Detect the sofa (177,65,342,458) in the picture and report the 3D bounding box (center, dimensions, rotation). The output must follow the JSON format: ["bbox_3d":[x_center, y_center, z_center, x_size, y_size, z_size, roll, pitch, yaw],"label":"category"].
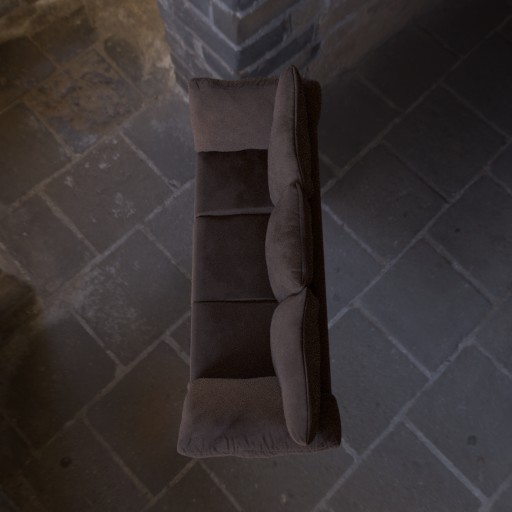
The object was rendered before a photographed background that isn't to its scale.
[{"bbox_3d":[0.000,0.000,2.871,0.878,1.015,2.336,-1,75,0],"label":"sofa"}]
